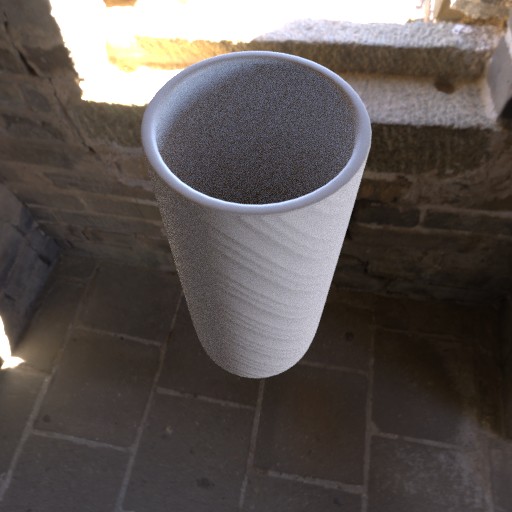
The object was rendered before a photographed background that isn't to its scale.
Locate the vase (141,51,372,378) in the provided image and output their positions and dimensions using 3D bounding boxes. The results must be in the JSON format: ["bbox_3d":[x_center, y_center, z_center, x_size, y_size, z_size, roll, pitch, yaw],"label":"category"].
[{"bbox_3d":[0.000,0.000,0.400,0.143,0.316,0.143,0,59,0],"label":"vase"}]
